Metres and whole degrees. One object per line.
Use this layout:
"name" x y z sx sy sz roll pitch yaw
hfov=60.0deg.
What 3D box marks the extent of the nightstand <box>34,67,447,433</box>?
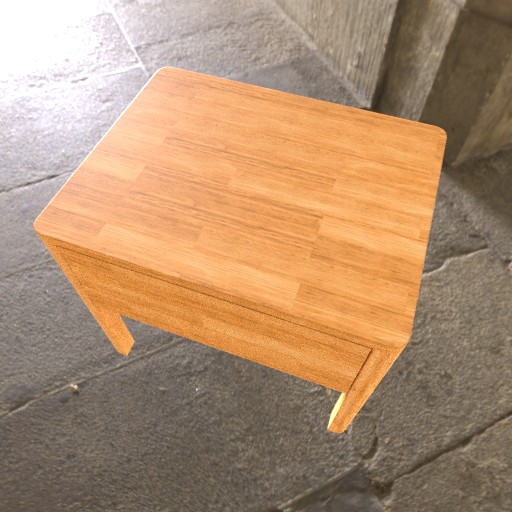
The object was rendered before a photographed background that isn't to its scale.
"nightstand" 0.000 0.000 0.913 0.560 0.470 0.440 17 58 11
